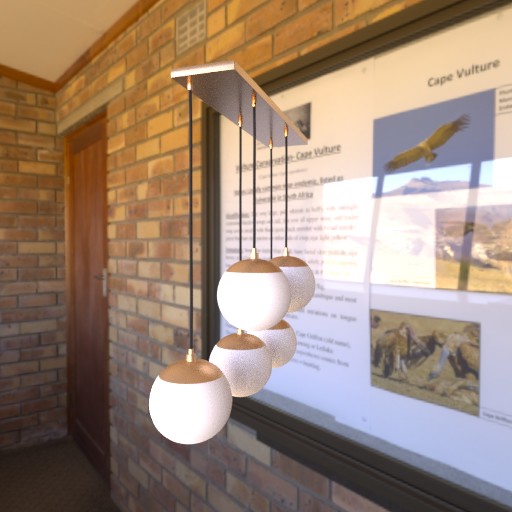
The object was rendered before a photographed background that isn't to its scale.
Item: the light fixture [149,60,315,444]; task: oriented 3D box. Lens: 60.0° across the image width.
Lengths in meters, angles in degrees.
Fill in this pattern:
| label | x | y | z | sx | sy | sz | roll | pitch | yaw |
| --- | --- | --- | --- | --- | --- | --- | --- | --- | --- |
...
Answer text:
| label | x | y | z | sx | sy | sz | roll | pitch | yaw |
| --- | --- | --- | --- | --- | --- | --- | --- | --- | --- |
| light fixture | 0.000 | 0.000 | 1.353 | 0.299 | 0.869 | 0.863 | 0 | 1 | 19 |
